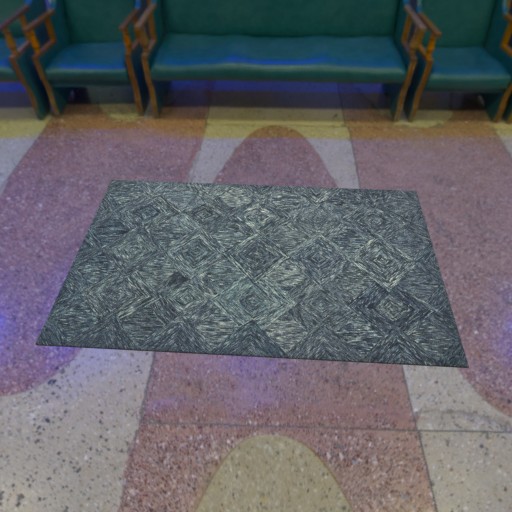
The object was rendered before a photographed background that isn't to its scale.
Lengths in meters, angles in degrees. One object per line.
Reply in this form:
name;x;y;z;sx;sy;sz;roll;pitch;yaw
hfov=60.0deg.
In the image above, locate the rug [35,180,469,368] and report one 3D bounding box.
rug;0.000;0.000;2.880;2.330;0.017;1.478;2;47;2
